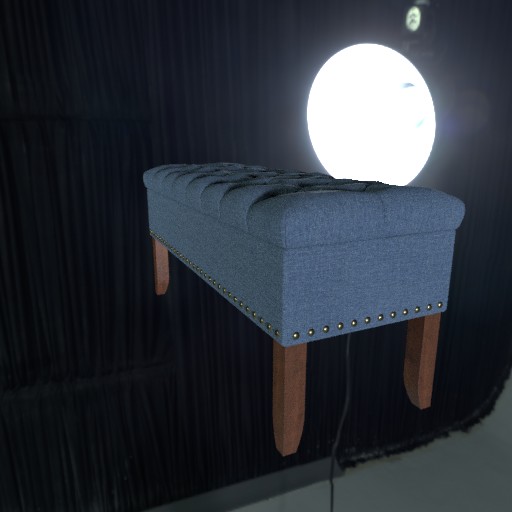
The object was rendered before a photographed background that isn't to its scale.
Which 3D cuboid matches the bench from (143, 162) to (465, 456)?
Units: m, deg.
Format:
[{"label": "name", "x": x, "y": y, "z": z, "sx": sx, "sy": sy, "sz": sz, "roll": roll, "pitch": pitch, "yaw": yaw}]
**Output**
[{"label": "bench", "x": 0.000, "y": 0.000, "z": 1.285, "sx": 0.417, "sy": 0.492, "sz": 1.052, "roll": -7, "pitch": 16, "yaw": -25}]
